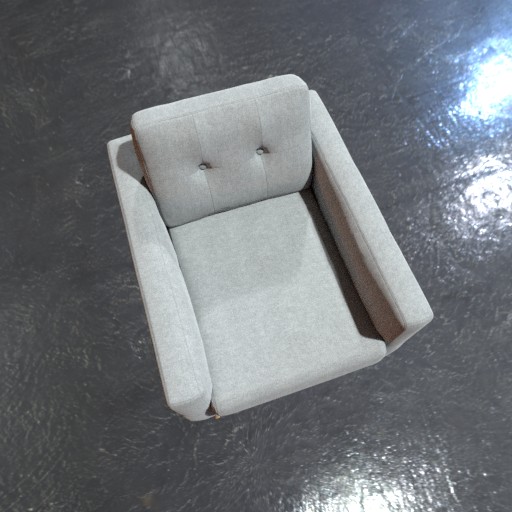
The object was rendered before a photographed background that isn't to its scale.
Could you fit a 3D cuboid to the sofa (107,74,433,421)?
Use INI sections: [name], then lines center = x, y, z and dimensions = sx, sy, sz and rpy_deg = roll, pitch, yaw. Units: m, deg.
[sofa]
center = 0.000, 0.000, 1.521
dimensions = 0.770, 0.860, 0.920
rpy_deg = -17, 66, -8
